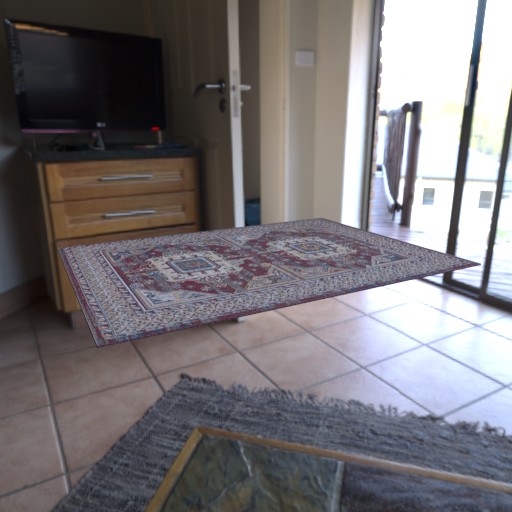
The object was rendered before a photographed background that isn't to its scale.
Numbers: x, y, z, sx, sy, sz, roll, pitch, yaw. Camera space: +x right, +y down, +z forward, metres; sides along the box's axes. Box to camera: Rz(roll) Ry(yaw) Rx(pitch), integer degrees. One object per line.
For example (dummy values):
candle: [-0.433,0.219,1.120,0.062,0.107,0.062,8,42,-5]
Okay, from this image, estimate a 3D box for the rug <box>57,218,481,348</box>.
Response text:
rug: [0.000,0.000,2.835,2.210,0.011,1.599,-8,18,-27]
